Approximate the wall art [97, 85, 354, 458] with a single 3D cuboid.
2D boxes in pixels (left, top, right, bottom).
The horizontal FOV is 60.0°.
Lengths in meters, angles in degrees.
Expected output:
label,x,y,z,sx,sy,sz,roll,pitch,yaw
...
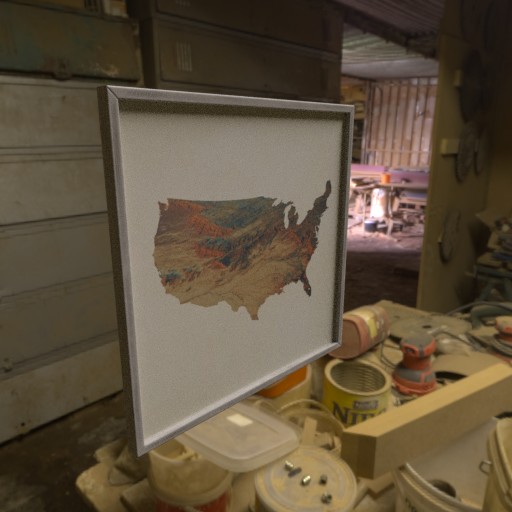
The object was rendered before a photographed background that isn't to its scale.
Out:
label,x,y,z,sx,sy,sz,roll,pitch,yaw
wall art,0.000,0.000,0.451,0.303,0.303,0.015,-14,21,-43
